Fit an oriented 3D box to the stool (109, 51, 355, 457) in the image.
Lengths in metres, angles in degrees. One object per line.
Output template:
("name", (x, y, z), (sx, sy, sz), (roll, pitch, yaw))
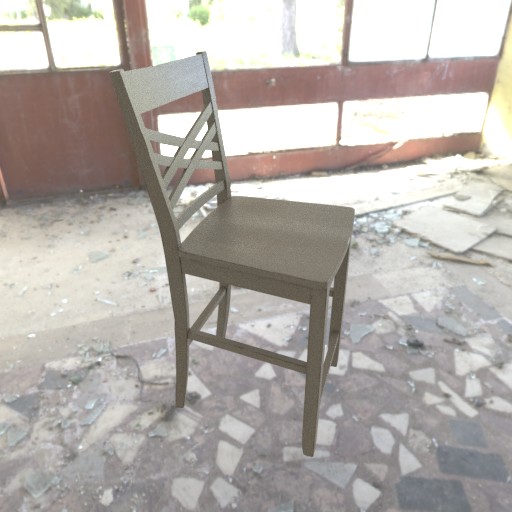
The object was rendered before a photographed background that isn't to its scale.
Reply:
("stool", (0.000, 0.000, 1.339), (0.539, 1.079, 0.462), (10, 31, 16))
